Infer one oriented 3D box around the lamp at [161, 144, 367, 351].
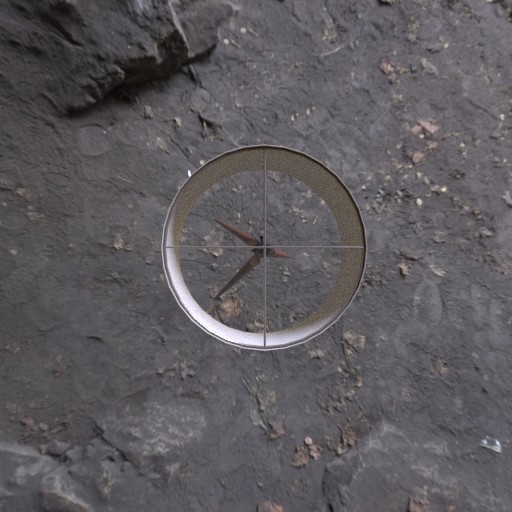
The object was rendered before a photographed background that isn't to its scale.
[{"bbox_3d":[0.000,0.000,1.811,0.483,1.553,0.483,0,88,-2],"label":"lamp"}]
